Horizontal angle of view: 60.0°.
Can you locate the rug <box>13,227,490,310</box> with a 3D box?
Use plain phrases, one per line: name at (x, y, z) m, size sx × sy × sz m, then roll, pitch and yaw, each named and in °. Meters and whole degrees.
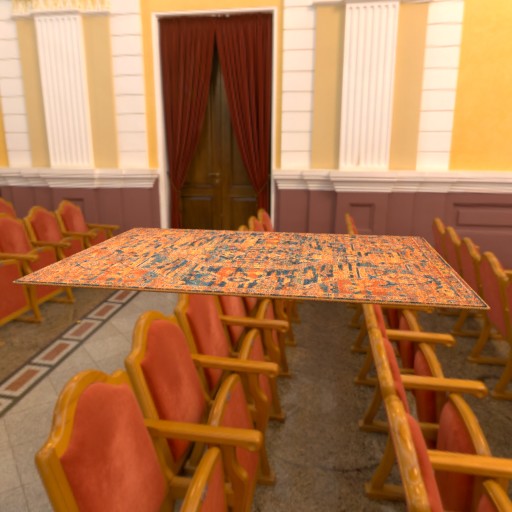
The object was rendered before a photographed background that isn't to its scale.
rug at (0.000, 0.000, 1.052) m, size 0.863 × 0.008 × 0.557 m, roll 2°, pitch 15°, yaw 9°
